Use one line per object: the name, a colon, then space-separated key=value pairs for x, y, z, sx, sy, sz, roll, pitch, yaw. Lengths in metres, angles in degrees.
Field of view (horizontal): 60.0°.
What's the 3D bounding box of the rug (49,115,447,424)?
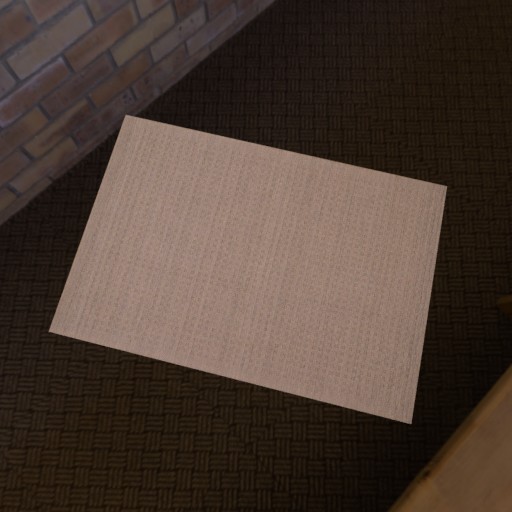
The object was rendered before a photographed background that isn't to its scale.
rug: x=0.000 y=0.000 z=3.664 sx=2.895 sy=0.006 sz=1.981 roll=13 pitch=76 yaw=3
